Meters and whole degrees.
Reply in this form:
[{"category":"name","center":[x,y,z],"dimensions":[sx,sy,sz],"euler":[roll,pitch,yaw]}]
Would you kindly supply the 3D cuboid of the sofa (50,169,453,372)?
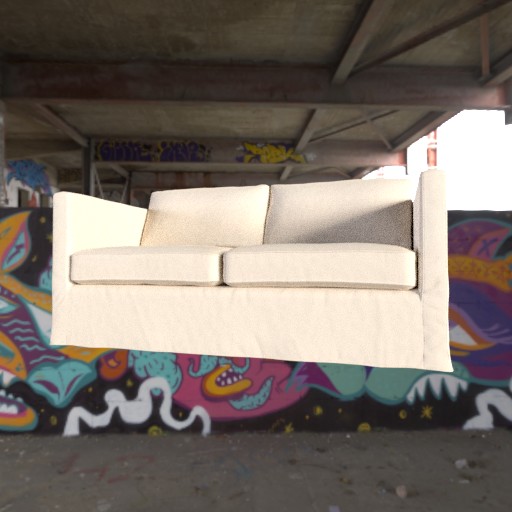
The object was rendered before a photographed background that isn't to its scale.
[{"category":"sofa","center":[0.000,0.000,2.251],"dimensions":[1.746,0.834,0.962],"euler":[0,-1,18]}]
